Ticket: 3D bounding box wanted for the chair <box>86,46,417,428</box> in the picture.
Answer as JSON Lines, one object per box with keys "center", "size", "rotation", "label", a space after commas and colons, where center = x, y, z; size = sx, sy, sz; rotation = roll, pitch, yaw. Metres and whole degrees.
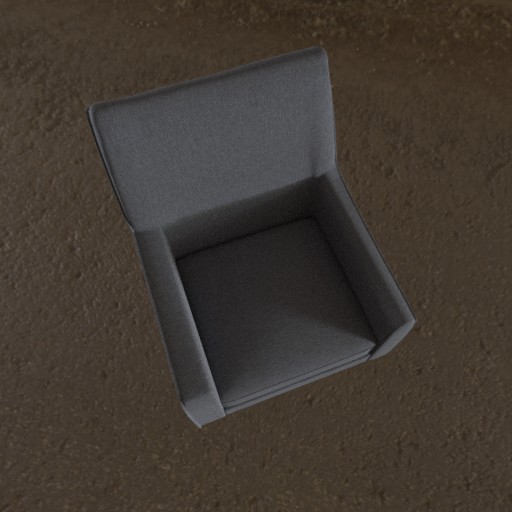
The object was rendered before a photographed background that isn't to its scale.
{"center": [0.000, 0.000, 1.584], "size": [0.780, 0.919, 0.899], "rotation": [-18, 65, -9], "label": "chair"}
